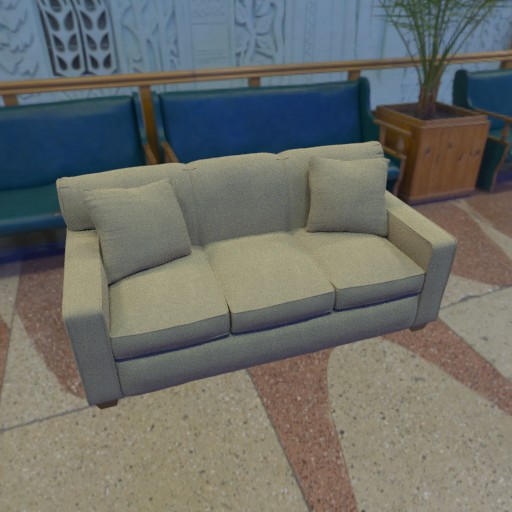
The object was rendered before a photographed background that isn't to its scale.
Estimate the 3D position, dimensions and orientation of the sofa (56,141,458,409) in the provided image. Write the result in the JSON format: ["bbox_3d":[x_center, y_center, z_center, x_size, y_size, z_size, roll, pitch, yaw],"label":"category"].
[{"bbox_3d":[0.000,0.000,2.563,2.024,0.958,0.997,-10,33,-16],"label":"sofa"}]
